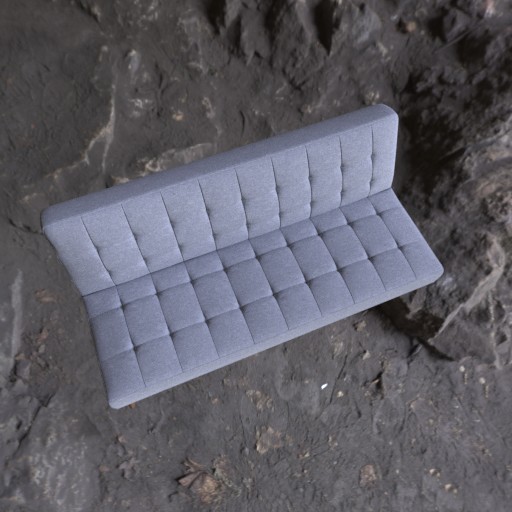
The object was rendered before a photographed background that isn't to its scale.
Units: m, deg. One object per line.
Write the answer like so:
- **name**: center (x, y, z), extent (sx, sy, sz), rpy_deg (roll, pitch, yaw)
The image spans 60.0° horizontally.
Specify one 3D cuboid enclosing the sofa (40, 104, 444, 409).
- **sofa**: center (0.000, 0.000, 2.289), extent (1.800, 0.810, 0.860), rpy_deg (-20, 64, -10)
